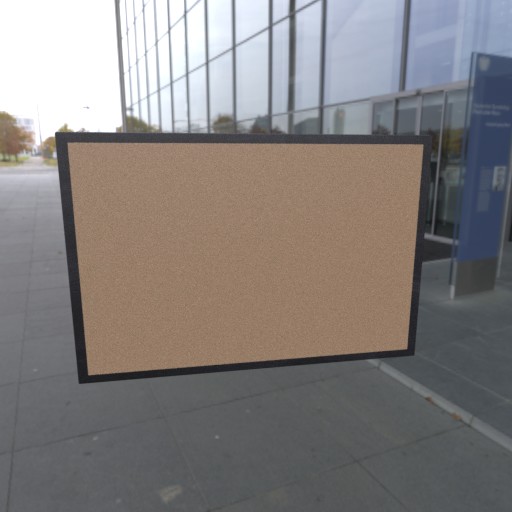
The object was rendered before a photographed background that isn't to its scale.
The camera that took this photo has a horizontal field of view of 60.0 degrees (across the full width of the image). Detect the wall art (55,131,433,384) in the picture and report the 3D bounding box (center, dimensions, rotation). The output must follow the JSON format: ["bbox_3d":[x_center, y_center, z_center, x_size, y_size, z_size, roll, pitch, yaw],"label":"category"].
[{"bbox_3d":[0.000,0.000,0.767,0.610,0.409,0.038,-2,13,-10],"label":"wall art"}]
